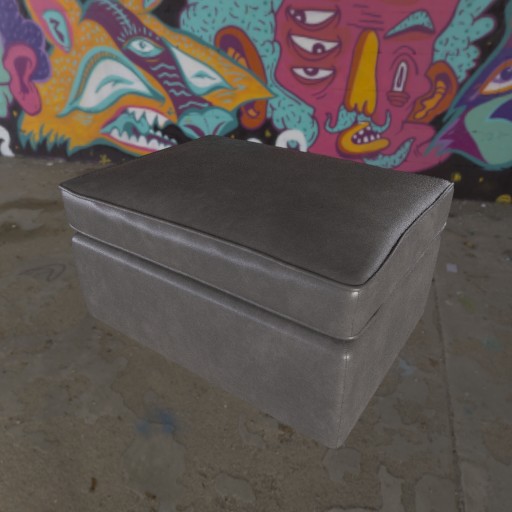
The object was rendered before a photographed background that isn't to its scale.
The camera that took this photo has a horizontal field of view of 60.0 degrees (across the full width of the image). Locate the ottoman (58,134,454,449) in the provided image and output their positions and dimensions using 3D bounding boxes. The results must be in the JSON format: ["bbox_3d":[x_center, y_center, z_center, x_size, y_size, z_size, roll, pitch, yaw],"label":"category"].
[{"bbox_3d":[0.000,0.000,1.098,0.756,0.445,0.554,19,35,30],"label":"ottoman"}]
